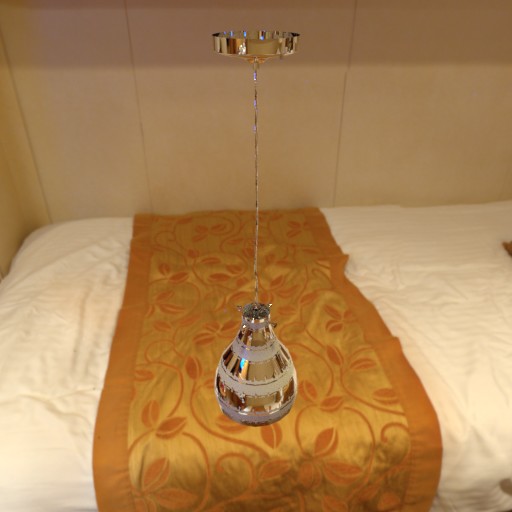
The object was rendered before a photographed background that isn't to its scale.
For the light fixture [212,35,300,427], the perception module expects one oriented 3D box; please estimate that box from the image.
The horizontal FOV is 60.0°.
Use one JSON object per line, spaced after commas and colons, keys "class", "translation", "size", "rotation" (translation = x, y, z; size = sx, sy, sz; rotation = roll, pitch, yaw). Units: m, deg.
{"class": "light fixture", "translation": [0.000, 0.000, 1.626], "size": [0.374, 1.457, 0.374], "rotation": [22, 37, 31]}
